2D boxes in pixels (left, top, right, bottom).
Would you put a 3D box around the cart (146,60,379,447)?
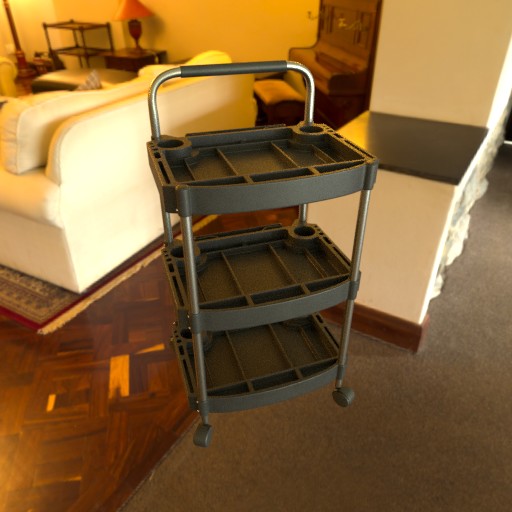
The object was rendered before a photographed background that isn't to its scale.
[{"bbox_3d":[0.000,0.000,1.402,0.584,1.075,0.518,-10,34,-15],"label":"cart"}]
